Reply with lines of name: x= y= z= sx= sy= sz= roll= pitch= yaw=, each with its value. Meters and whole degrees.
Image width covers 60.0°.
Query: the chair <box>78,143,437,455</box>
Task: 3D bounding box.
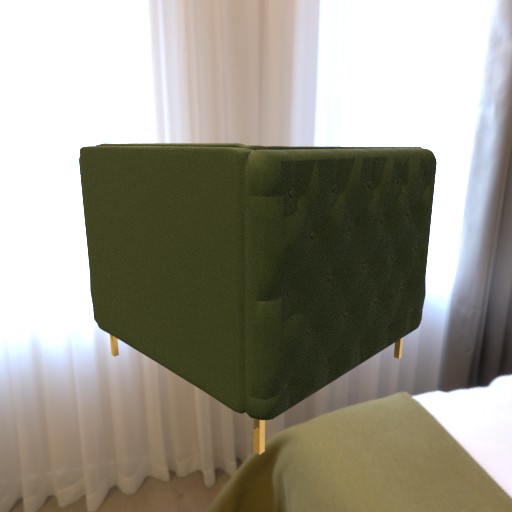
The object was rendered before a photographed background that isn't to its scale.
chair: x=0.000 y=0.000 z=1.556 sx=0.917 sy=0.768 sz=0.855 roll=14 pitch=20 yaw=43
